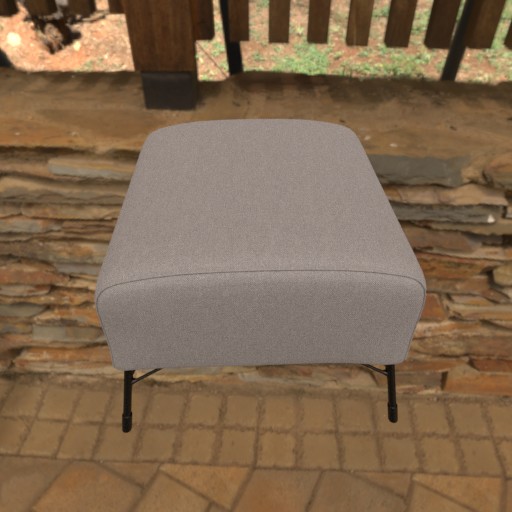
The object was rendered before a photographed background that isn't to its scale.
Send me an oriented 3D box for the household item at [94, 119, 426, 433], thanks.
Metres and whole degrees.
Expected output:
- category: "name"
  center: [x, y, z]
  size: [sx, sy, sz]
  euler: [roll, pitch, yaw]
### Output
- category: "household item"
  center: [0.000, 0.000, 0.913]
  size: [0.530, 0.410, 0.530]
  euler: [-1, 40, -2]
